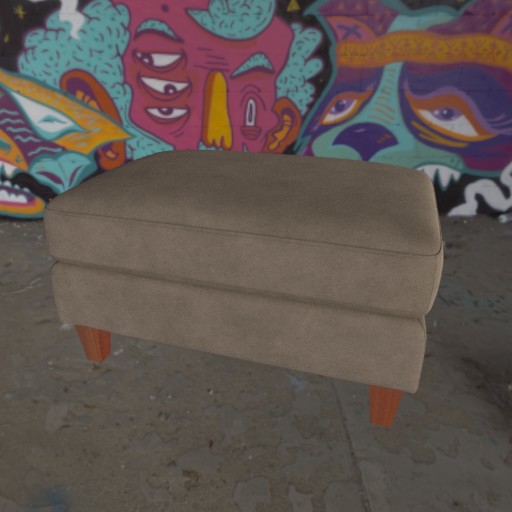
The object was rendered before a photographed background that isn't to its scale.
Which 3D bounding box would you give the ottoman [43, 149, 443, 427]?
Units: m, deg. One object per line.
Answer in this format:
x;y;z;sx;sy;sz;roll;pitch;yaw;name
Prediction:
0.000;0.000;1.178;0.864;0.483;0.584;8;26;16;ottoman
